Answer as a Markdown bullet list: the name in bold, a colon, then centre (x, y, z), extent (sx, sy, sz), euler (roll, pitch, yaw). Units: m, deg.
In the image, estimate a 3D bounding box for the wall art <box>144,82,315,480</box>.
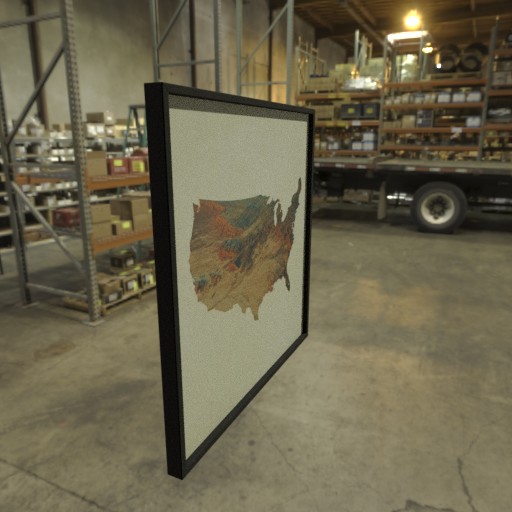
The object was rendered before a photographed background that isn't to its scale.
- **wall art**: centre (0.000, 0.000, 1.145), extent (0.038, 0.762, 0.762), euler (7, 16, 25)
